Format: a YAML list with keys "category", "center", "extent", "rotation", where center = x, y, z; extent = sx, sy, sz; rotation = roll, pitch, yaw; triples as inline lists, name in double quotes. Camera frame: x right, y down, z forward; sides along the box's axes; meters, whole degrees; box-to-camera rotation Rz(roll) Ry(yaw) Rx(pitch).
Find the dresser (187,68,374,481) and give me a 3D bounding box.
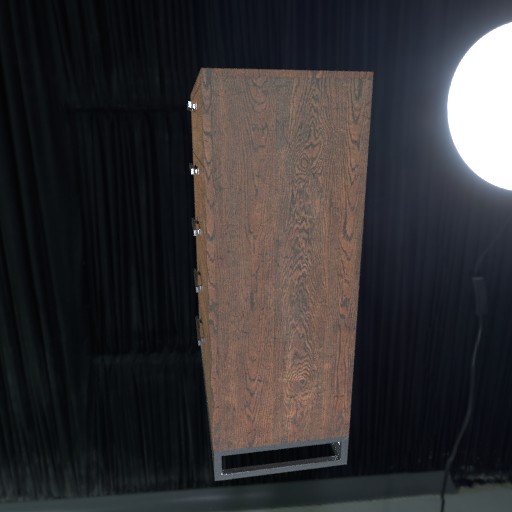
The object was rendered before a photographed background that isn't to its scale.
- category: "dresser"
  center: [0.000, 0.000, 1.836]
  extent: [0.508, 1.321, 0.965]
  rotation: [-3, 16, -9]
